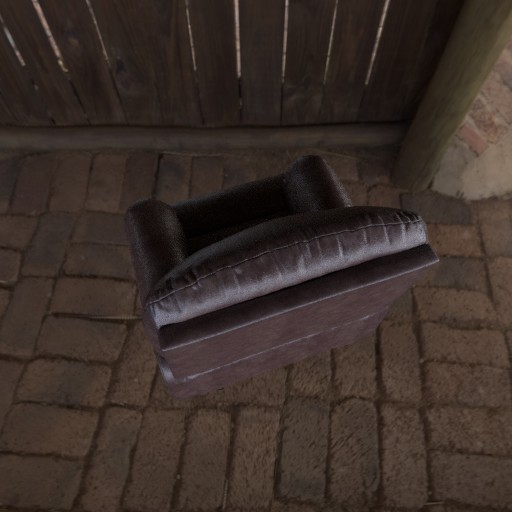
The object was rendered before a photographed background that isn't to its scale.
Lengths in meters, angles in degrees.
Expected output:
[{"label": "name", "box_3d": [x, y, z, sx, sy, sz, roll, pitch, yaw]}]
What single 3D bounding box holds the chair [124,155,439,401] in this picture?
[{"label": "chair", "box_3d": [0.000, 0.000, 1.736, 0.940, 1.041, 0.879, -17, 60, -10]}]
